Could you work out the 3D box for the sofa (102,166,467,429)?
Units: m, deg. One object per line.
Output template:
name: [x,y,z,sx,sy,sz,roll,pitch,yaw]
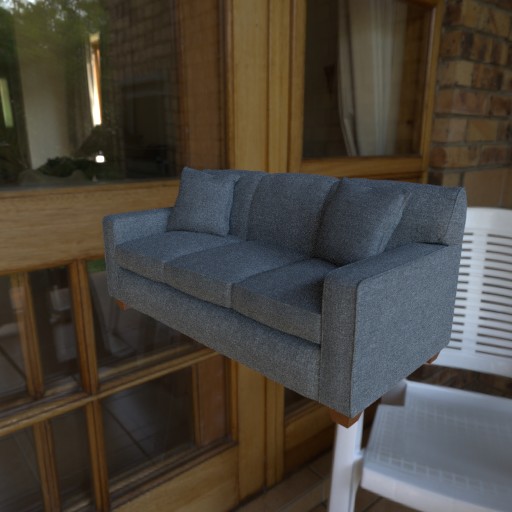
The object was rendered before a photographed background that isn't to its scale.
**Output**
sofa: [0.000,0.000,2.630,0.997,0.958,2.024,-14,21,-43]
